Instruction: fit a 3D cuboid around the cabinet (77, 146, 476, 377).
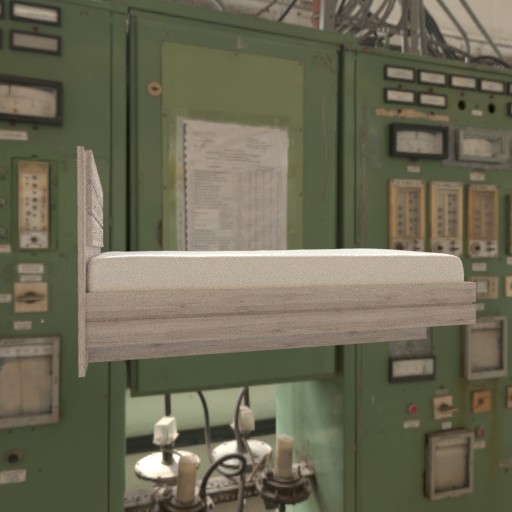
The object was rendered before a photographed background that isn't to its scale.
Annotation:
[{"bbox_3d":[0.000,0.000,2.970,2.080,0.970,1.750,0,1,-17],"label":"cabinet"}]
